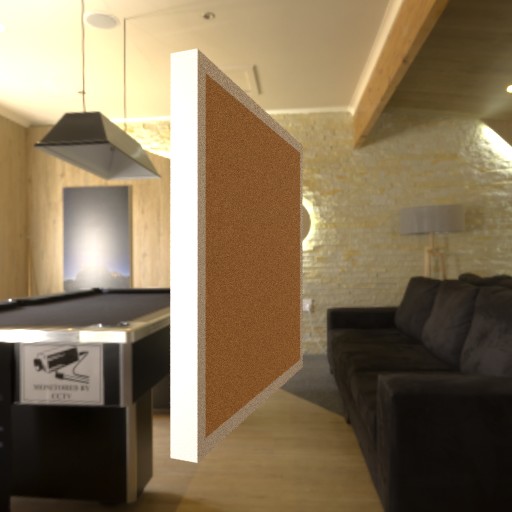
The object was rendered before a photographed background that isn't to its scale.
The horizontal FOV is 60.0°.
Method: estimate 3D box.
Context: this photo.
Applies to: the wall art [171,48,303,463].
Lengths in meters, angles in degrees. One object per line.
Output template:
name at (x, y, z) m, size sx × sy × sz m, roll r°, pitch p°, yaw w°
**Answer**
wall art at (0.000, 0.000, 0.787) m, size 0.038 × 0.508 × 0.507 m, roll 0°, pitch 0°, yaw 21°
